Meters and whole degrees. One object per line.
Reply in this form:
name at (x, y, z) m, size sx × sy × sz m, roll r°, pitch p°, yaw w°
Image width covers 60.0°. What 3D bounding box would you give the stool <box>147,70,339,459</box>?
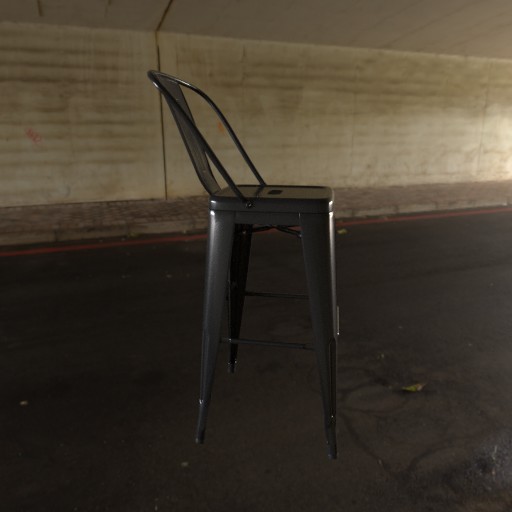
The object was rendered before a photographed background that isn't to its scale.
stool at (0.000, 0.000, 1.317) m, size 0.528 × 1.022 × 0.432 m, roll 3°, pitch 16°, yaw 10°
